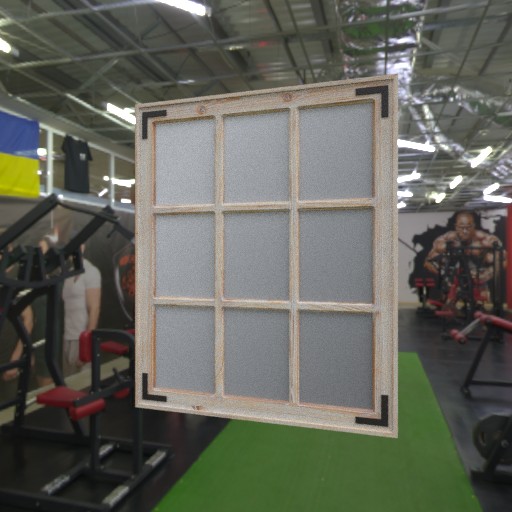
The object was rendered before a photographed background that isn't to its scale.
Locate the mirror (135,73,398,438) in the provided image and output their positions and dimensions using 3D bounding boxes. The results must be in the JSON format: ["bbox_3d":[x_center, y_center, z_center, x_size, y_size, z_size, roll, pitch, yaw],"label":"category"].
[{"bbox_3d":[0.000,0.000,1.197,0.730,0.882,0.032,0,0,18],"label":"mirror"}]
